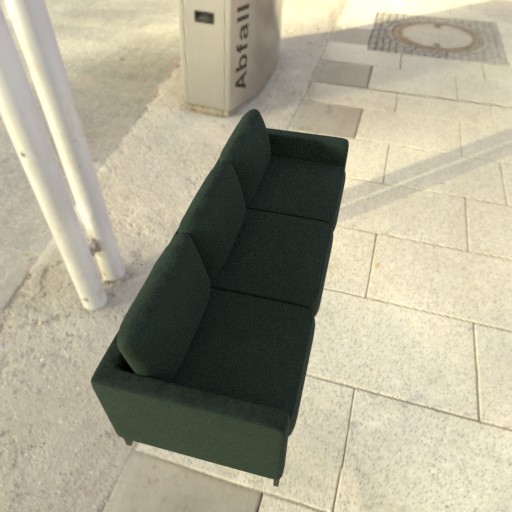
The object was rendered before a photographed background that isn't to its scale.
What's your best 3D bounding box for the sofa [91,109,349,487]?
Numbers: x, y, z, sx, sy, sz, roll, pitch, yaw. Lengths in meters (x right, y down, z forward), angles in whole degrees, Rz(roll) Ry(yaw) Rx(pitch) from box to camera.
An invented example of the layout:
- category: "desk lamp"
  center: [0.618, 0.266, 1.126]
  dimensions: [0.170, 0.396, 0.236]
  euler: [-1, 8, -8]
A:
- category: "sofa"
  center: [0.000, 0.000, 2.660]
  dimensions: [0.859, 0.870, 2.218]
  euler: [10, 46, 10]
